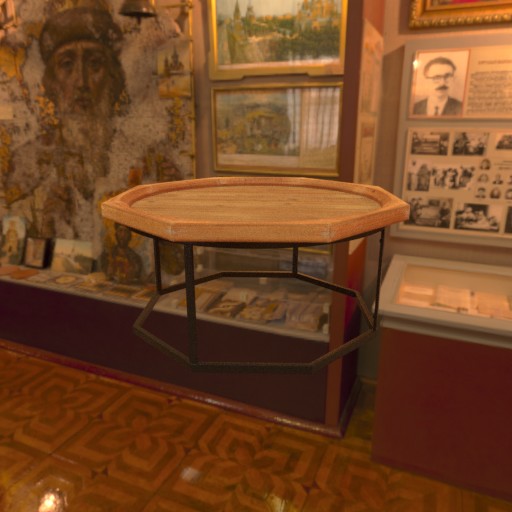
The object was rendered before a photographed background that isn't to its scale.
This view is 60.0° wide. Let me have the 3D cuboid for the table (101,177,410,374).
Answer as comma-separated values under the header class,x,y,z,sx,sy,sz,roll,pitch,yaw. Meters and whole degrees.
class,x,y,z,sx,sy,sz,roll,pitch,yaw
table,0.000,0.000,1.574,1.002,0.444,1.002,0,17,0
